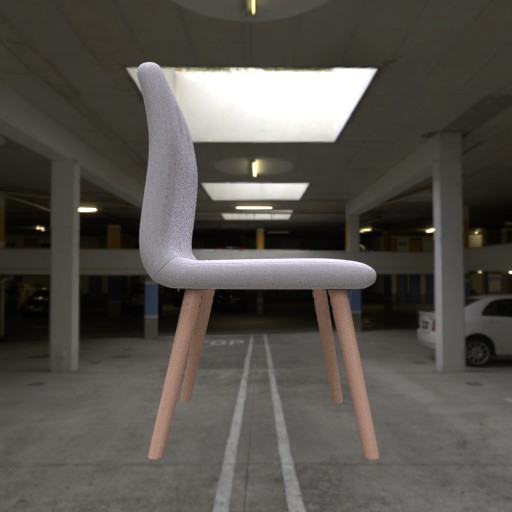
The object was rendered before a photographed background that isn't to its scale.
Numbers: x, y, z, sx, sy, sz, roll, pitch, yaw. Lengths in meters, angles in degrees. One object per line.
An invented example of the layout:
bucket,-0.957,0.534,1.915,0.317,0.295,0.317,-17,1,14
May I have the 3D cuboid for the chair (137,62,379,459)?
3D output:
chair,0.000,0.000,1.180,0.550,0.885,0.435,0,-2,0
